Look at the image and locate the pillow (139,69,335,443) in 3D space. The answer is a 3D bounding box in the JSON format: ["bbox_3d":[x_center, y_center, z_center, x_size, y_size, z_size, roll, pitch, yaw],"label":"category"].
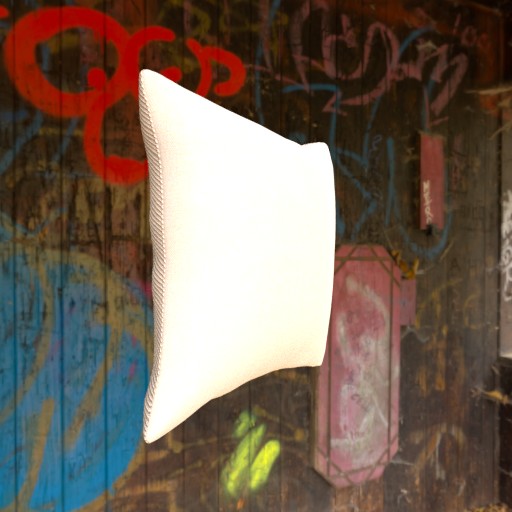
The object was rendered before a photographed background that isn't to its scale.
[{"bbox_3d":[0.000,0.000,0.636,0.173,0.401,0.416,1,1,36],"label":"pillow"}]
